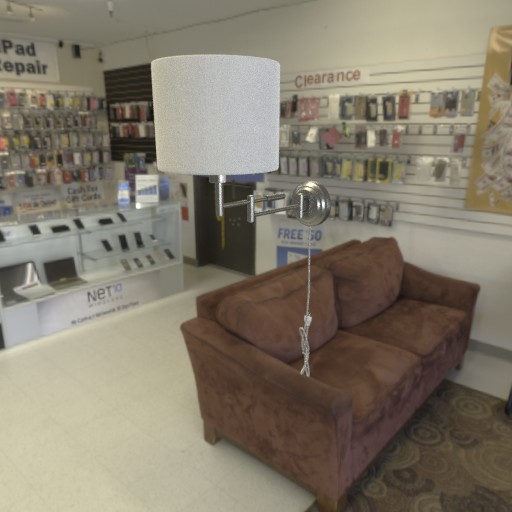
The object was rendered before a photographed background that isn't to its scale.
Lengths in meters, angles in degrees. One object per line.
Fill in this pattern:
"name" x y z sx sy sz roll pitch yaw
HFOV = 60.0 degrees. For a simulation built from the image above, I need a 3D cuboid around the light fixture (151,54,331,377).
"light fixture" 0.000 0.000 1.076 0.253 0.842 0.479 16 22 42
